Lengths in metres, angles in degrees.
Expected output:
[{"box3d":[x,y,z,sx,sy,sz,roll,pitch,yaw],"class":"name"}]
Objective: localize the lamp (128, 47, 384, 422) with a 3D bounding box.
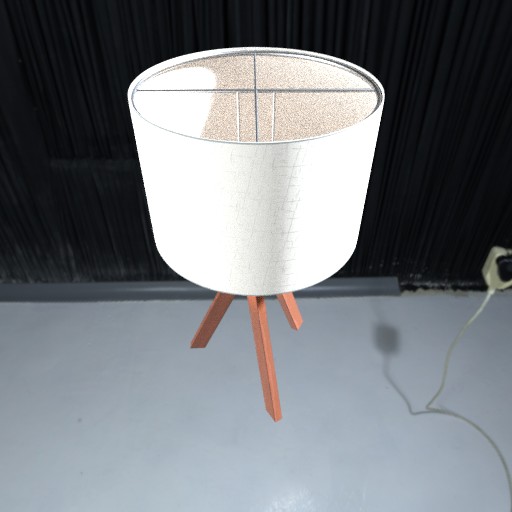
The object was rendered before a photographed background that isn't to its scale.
[{"box3d":[0.000,0.000,0.895,0.380,0.686,0.380,0,41,0],"class":"lamp"}]
